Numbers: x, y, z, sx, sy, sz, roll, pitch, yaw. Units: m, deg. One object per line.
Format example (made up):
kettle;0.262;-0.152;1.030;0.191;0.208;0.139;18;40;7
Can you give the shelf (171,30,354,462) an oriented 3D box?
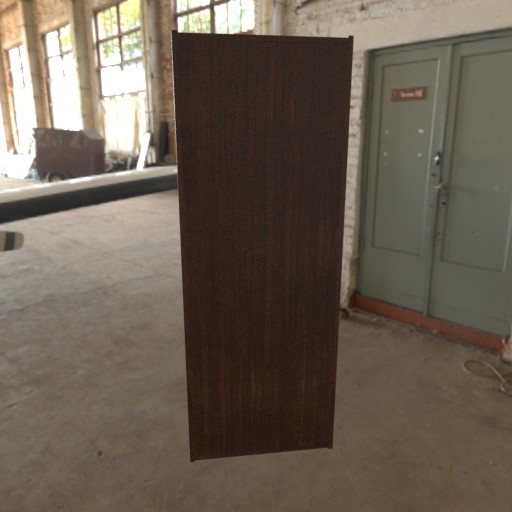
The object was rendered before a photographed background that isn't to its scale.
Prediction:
shelf;0.000;0.000;1.261;0.415;1.099;0.290;-2;15;-8
